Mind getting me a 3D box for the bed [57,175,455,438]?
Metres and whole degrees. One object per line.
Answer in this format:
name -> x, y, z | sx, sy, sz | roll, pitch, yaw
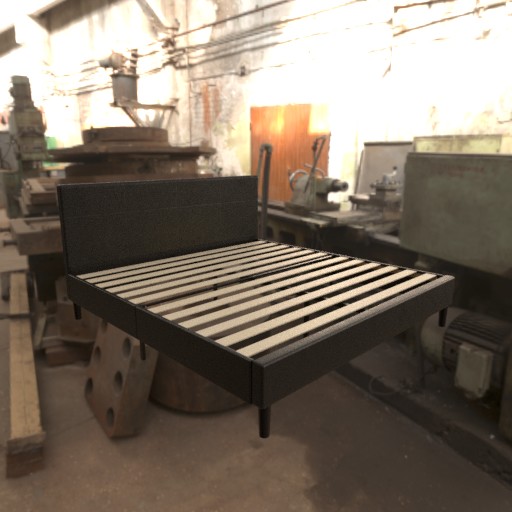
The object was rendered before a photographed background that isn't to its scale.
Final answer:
bed -> 0.000, 0.000, 3.309 | 2.018, 1.046, 2.152 | -13, 18, -43
